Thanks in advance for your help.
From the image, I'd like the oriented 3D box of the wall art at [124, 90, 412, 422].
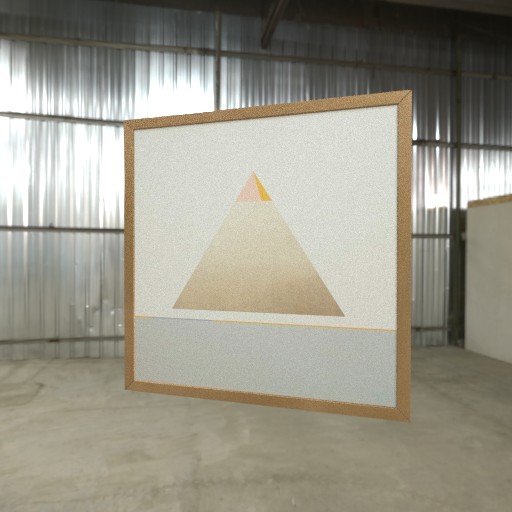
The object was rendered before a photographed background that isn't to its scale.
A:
[{"bbox_3d":[0.000,0.000,0.778,0.513,0.511,0.038,0,1,18],"label":"wall art"}]
